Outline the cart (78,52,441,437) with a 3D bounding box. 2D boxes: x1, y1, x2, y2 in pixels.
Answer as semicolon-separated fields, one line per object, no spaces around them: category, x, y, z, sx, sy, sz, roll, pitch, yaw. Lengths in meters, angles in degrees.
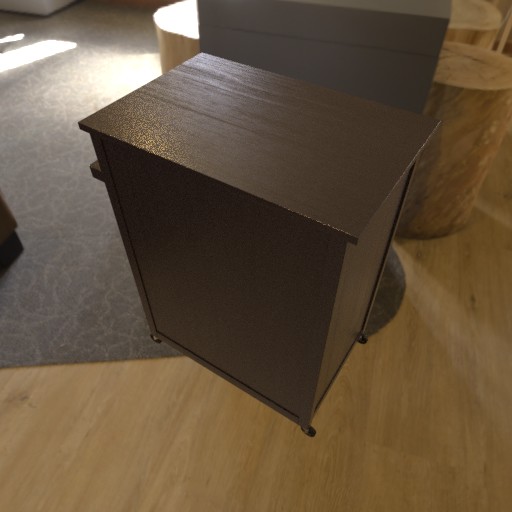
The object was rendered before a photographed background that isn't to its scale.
cart;0.000;0.000;1.290;0.690;0.878;0.449;25;52;22
